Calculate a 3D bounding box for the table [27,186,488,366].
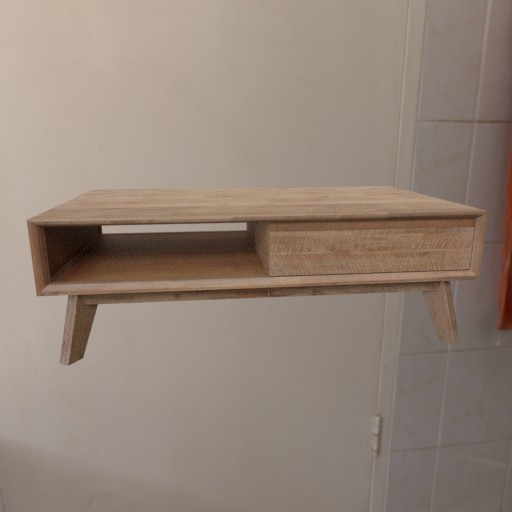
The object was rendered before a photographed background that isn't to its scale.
[{"bbox_3d":[0.000,0.000,2.045,1.619,0.531,0.918,-2,15,-6],"label":"table"}]
